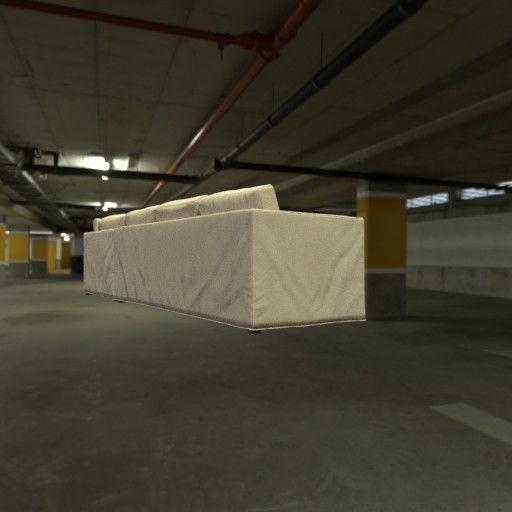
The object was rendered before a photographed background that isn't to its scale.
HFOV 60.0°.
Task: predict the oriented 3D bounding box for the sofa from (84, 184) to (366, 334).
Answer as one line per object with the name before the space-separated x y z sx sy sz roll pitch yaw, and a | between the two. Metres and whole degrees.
sofa | 0.000 0.000 4.365 2.432 0.871 3.182 0 0 -37
